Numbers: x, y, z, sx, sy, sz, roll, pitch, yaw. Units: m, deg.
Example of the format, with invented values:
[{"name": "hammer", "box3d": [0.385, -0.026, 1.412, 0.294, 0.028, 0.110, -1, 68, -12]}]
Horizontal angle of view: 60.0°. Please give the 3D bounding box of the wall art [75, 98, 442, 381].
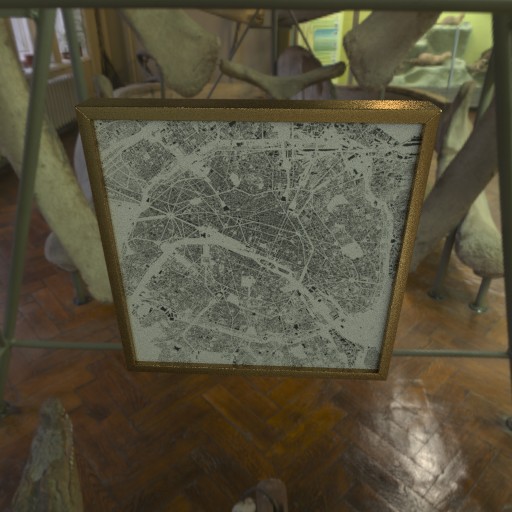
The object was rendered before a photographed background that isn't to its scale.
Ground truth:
[{"name": "wall art", "box3d": [0.000, 0.000, 0.459, 0.305, 0.305, 0.037, 1, 30, 2]}]
